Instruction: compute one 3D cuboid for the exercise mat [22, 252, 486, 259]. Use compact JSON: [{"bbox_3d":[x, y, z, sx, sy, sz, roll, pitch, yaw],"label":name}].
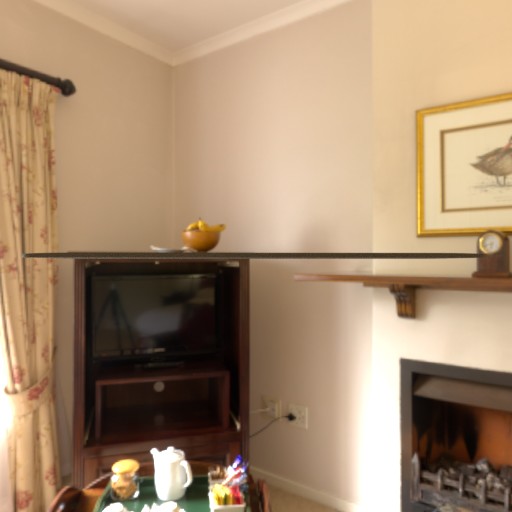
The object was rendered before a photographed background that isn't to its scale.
[{"bbox_3d":[0.000,0.000,2.036,1.869,0.021,0.616,0,-1,-2],"label":"exercise mat"}]
